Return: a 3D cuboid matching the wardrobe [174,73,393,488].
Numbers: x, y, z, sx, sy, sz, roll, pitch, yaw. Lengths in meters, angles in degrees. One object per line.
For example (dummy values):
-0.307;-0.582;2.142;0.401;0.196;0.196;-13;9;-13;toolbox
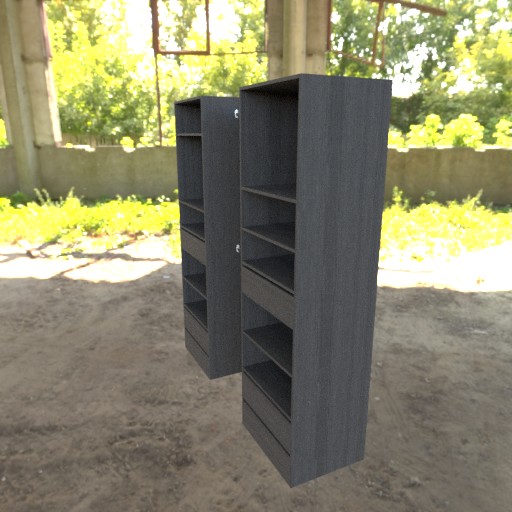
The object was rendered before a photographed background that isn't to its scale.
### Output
0.000;0.000;2.896;0.480;2.000;1.770;-7;17;-25;wardrobe
